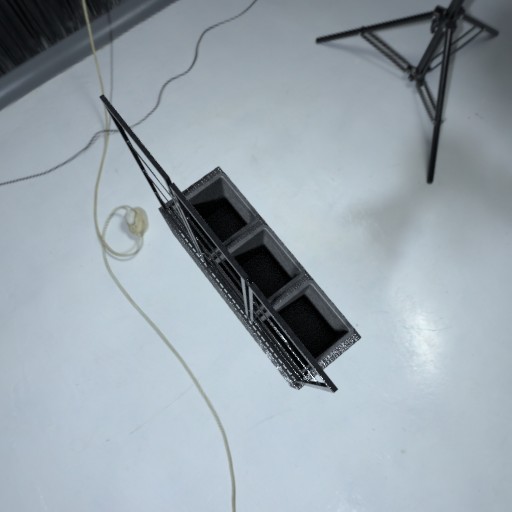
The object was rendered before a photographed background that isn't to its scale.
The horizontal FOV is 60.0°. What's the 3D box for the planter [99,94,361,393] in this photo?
[{"bbox_3d":[0.000,0.000,1.176,0.244,0.841,0.698,-37,78,-9],"label":"planter"}]
